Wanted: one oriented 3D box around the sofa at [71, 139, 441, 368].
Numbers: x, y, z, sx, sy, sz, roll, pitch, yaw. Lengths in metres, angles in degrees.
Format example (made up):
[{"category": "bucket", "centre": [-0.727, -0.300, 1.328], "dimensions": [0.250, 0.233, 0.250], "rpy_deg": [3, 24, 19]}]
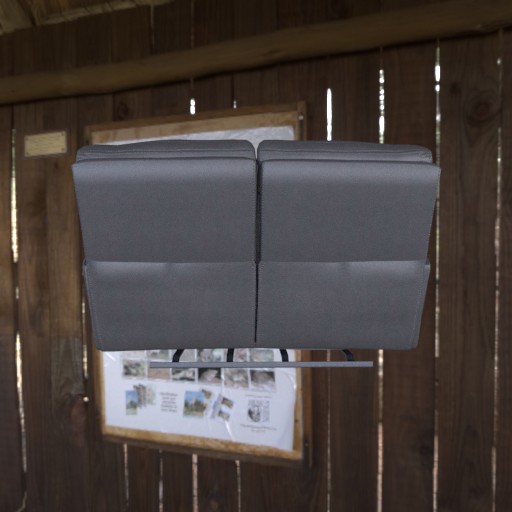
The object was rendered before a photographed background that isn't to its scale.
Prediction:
[{"category": "sofa", "centre": [0.000, 0.000, 2.483], "dimensions": [1.765, 1.111, 1.104], "rpy_deg": [0, 2, -1]}]
